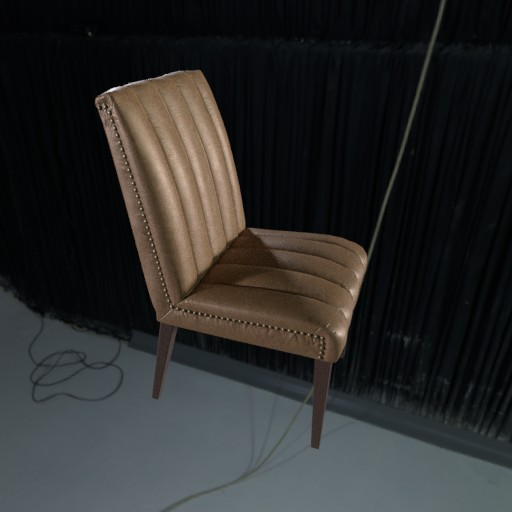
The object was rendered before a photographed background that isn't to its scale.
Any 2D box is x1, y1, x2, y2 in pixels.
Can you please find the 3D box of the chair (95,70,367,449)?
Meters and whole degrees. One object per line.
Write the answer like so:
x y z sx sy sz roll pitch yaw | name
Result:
0.000 0.000 1.378 0.647 1.016 0.511 10 31 17 | chair
